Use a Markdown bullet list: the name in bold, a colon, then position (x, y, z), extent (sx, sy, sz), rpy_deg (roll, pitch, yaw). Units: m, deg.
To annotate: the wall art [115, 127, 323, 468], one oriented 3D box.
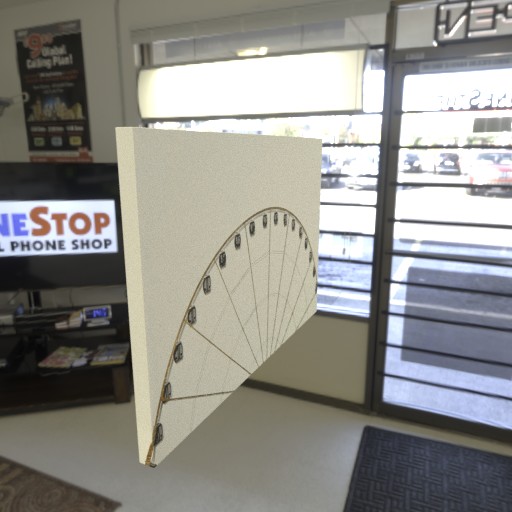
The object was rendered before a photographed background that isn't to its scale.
- **wall art**: position (0.000, 0.000, 1.137), extent (0.038, 0.601, 0.898), rpy_deg (7, 15, 26)
